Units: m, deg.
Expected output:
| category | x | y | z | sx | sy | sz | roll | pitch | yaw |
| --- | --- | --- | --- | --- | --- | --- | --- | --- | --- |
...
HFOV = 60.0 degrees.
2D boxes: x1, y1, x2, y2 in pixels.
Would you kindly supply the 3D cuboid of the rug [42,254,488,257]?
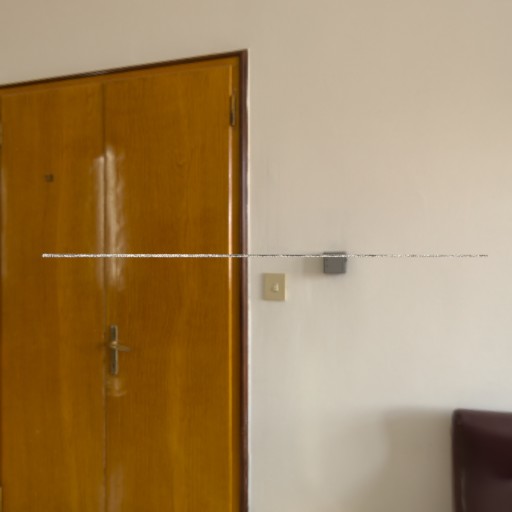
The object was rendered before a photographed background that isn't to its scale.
| category | x | y | z | sx | sy | sz | roll | pitch | yaw |
| --- | --- | --- | --- | --- | --- | --- | --- | --- | --- |
| rug | 0.000 | 0.000 | 4.713 | 3.824 | 0.019 | 2.393 | 0 | 0 | -18 |
